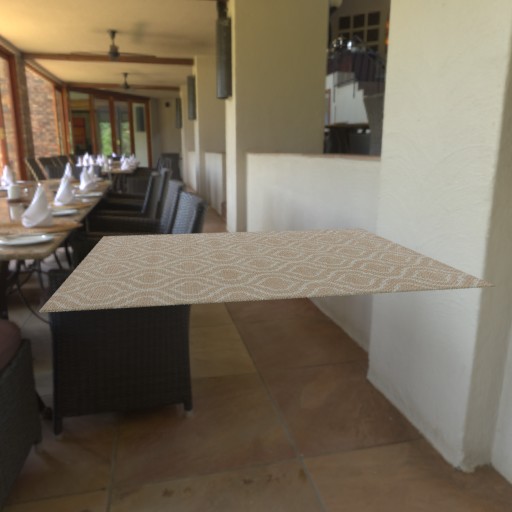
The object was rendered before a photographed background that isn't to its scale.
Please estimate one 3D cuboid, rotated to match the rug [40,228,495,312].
[{"bbox_3d":[0.000,0.000,3.855,2.894,0.013,2.286,-2,14,-9],"label":"rug"}]
